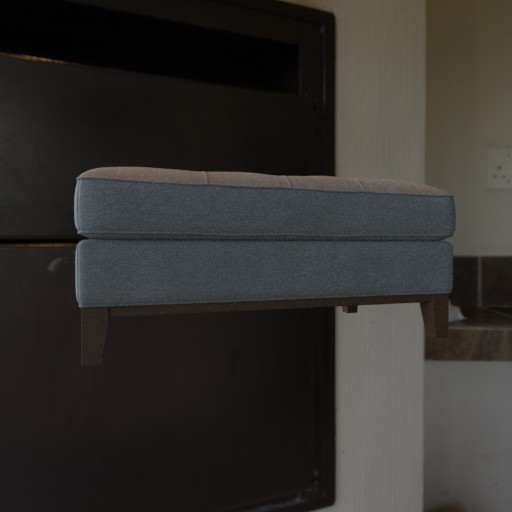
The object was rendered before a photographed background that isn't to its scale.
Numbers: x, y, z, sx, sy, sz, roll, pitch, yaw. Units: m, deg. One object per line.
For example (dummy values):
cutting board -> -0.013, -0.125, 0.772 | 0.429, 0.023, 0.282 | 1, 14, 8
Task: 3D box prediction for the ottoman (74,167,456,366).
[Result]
ottoman -> 0.000, 0.000, 1.520 | 1.143, 0.514, 0.648 | 0, 1, -18
